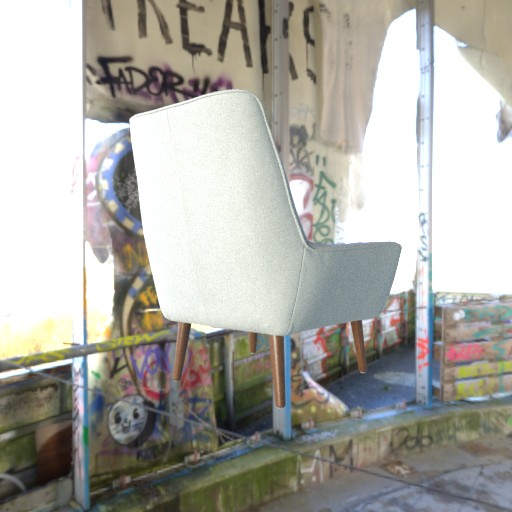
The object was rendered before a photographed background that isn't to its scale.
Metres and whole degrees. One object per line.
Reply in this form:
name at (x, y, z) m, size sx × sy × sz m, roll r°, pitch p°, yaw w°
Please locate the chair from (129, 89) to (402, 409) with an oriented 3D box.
chair at (0.000, 0.000, 1.571) m, size 0.787 × 0.888 × 0.822 m, roll 1°, pitch 1°, yaw 37°
